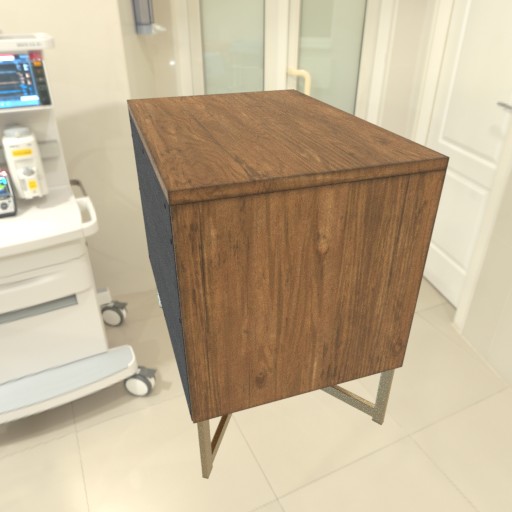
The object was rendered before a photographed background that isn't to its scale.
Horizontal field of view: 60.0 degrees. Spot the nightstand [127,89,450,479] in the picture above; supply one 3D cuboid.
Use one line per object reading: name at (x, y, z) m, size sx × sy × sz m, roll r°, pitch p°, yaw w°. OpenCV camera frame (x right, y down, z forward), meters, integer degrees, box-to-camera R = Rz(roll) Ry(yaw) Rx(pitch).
nightstand at (0.000, 0.000, 1.024) m, size 0.446 × 0.610 × 0.610 m, roll -10°, pitch 32°, yaw -16°
